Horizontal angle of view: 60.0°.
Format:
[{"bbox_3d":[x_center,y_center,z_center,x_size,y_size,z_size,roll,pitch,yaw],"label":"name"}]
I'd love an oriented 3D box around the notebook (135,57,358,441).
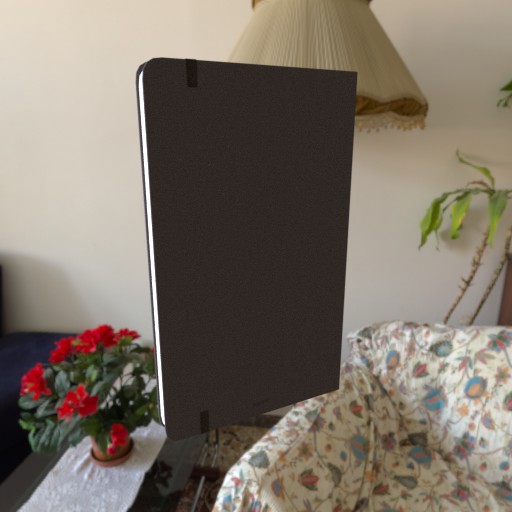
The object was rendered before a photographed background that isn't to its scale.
[{"bbox_3d":[0.000,0.000,0.268,0.127,0.213,0.016,-8,18,-26],"label":"notebook"}]
